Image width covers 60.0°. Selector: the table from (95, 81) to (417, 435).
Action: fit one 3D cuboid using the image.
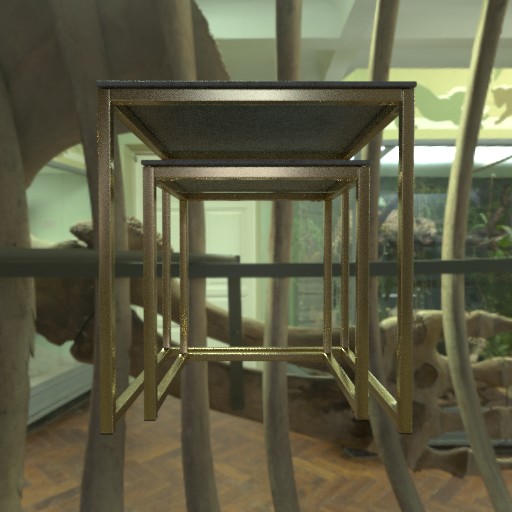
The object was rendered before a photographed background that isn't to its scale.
[{"bbox_3d":[0.000,0.000,0.850,0.450,0.500,0.450,0,1,0],"label":"table"}]
